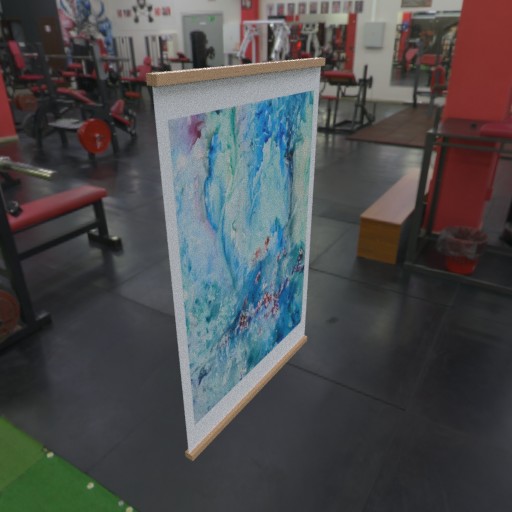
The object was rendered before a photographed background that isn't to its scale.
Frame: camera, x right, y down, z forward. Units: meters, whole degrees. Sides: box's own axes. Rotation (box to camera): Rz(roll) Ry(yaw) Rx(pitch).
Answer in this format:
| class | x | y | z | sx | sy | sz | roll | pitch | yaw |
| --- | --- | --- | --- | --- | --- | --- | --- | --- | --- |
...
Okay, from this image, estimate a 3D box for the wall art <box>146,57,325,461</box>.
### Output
| class | x | y | z | sx | sy | sz | roll | pitch | yaw |
| --- | --- | --- | --- | --- | --- | --- | --- | --- | --- |
| wall art | 0.000 | 0.000 | 0.641 | 0.013 | 0.510 | 0.335 | 17 | 32 | 31 |
